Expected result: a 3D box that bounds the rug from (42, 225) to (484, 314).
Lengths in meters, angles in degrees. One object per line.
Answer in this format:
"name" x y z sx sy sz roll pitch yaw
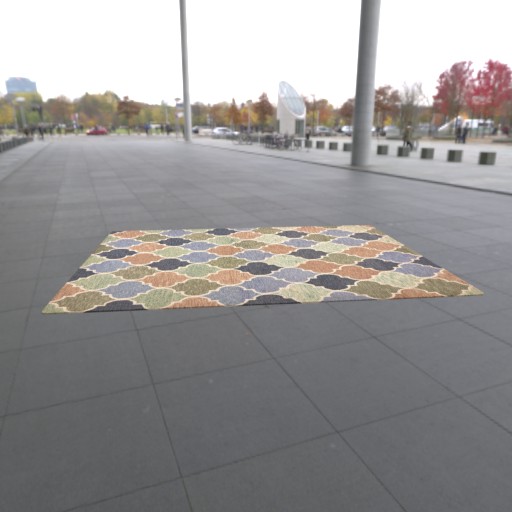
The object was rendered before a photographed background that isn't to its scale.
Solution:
"rug" 0.000 0.000 4.317 3.200 0.013 2.439 -2 16 -6
